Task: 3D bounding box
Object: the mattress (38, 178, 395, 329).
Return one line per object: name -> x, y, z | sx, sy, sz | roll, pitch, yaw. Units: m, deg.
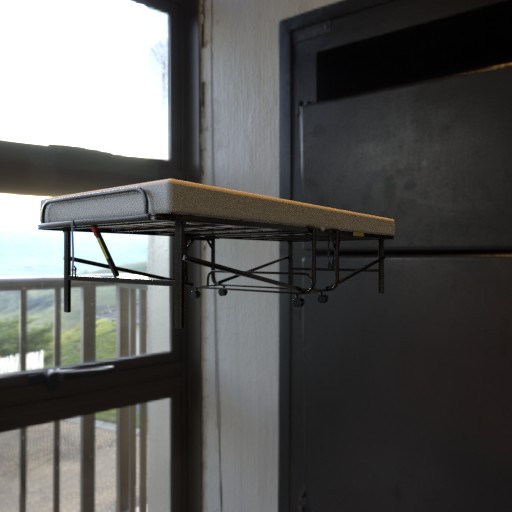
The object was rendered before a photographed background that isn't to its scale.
mattress -> 0.000, 0.000, 2.559 | 0.922, 0.519, 2.153 | 0, 0, 37
